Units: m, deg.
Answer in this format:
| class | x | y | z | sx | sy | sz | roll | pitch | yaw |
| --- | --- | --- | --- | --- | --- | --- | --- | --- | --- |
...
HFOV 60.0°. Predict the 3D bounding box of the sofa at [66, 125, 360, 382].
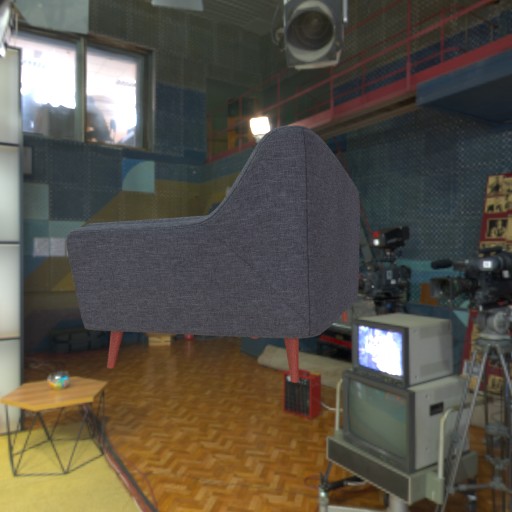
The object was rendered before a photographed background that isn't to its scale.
| class | x | y | z | sx | sy | sz | roll | pitch | yaw |
| --- | --- | --- | --- | --- | --- | --- | --- | --- | --- |
| sofa | 0.000 | 0.000 | 2.403 | 0.975 | 0.896 | 1.929 | 0 | 0 | 18 |
